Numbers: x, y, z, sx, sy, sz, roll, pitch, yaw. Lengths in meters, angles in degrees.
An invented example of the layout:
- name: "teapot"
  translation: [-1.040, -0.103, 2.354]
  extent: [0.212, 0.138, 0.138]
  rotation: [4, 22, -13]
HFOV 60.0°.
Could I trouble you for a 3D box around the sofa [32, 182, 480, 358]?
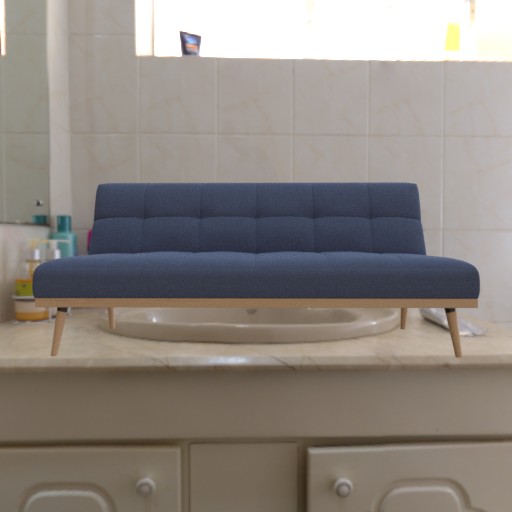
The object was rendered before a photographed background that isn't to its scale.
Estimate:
- name: "sofa"
  translation: [0.000, 0.000, 2.151]
  extent: [1.800, 0.800, 0.796]
  rotation: [0, 1, 1]
